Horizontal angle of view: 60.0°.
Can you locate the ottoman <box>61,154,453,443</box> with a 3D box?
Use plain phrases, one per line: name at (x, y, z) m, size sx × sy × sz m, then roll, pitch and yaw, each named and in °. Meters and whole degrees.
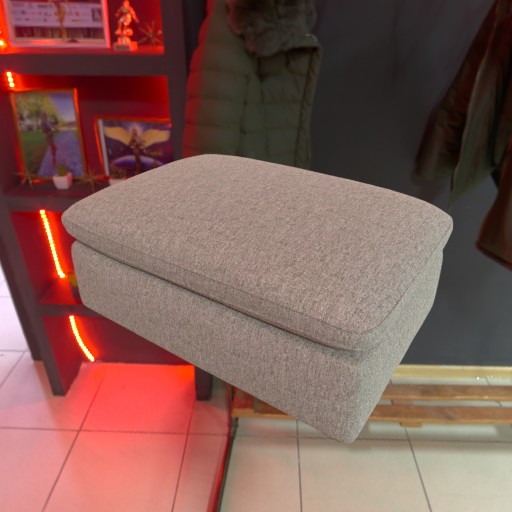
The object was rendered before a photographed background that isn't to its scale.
ottoman at (0.000, 0.000, 1.353) m, size 0.977 × 0.451 × 0.694 m, roll 19°, pitch 35°, yaw 29°
